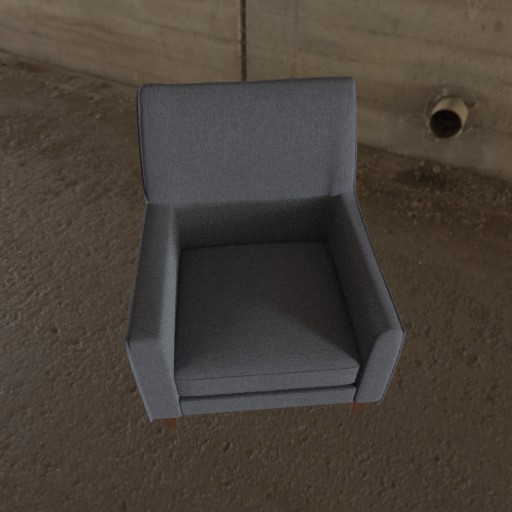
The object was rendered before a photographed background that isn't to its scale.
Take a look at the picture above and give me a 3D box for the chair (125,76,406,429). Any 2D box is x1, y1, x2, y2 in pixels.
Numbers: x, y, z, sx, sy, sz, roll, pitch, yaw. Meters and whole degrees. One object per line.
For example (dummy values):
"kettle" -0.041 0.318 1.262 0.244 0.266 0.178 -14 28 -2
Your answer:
"chair" 0.000 0.000 1.571 0.780 0.919 0.899 -3 44 -3
